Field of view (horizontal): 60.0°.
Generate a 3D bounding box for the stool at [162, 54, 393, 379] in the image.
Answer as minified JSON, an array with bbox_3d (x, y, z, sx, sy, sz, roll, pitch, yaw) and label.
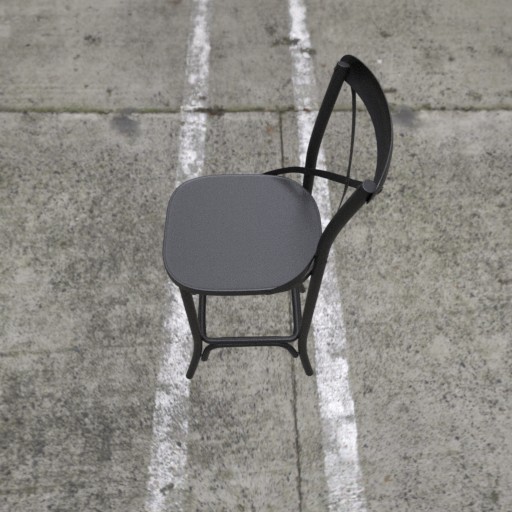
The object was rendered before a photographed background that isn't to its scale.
[{"bbox_3d":[0.000,0.000,1.436,0.584,1.168,0.457,-1,57,-1],"label":"stool"}]
